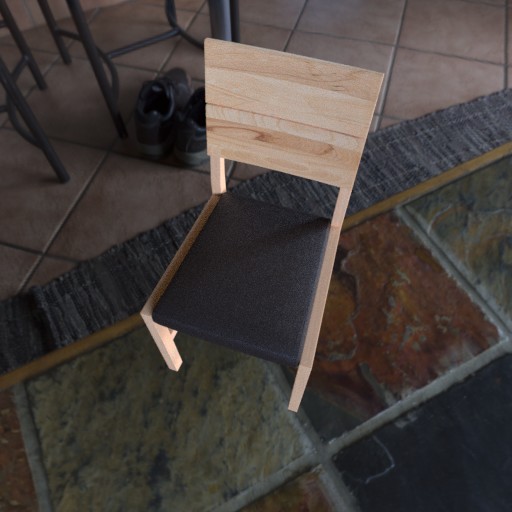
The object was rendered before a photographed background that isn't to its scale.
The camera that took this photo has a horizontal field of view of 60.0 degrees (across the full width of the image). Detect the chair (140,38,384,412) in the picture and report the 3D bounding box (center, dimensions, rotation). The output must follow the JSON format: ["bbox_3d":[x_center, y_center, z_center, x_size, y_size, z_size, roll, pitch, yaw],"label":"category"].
[{"bbox_3d":[0.000,0.000,1.285,0.475,0.950,0.560,16,59,10],"label":"chair"}]
